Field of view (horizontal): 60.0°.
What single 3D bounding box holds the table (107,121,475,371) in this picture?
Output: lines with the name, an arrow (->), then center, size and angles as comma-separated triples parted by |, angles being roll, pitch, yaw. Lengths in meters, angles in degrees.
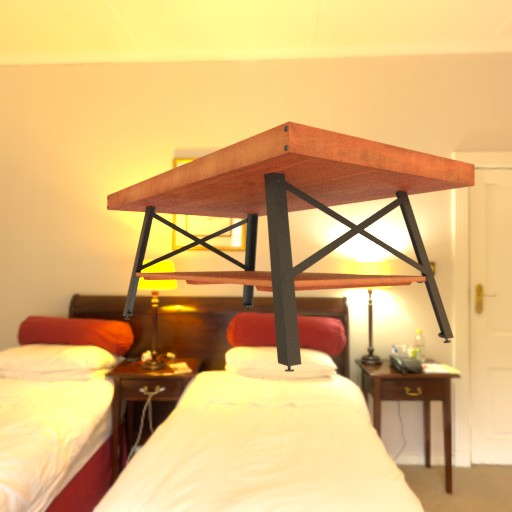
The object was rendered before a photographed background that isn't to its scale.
table -> 0.000, 0.000, 1.384 | 0.610, 0.457, 1.067 | 0, -1, -35
